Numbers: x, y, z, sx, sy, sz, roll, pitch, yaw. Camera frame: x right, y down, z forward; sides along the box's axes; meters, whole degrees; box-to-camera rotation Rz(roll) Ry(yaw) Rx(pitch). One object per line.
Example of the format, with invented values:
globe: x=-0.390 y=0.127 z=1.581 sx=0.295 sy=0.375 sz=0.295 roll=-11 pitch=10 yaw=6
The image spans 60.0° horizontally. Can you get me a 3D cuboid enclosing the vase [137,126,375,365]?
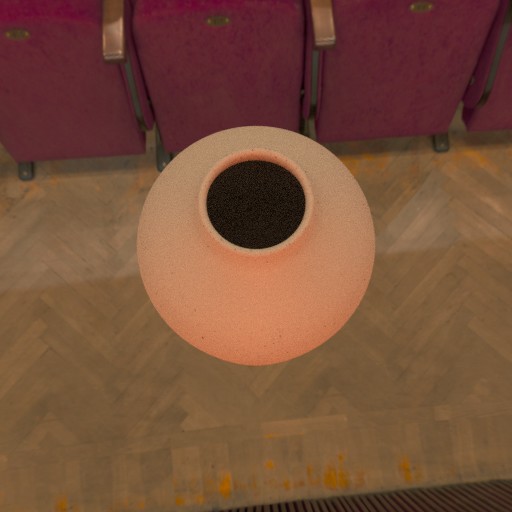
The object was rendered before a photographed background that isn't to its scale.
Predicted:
vase: x=0.000 y=0.000 z=0.355 sx=0.169 sy=0.240 sz=0.169 roll=0 pitch=75 yaw=0
